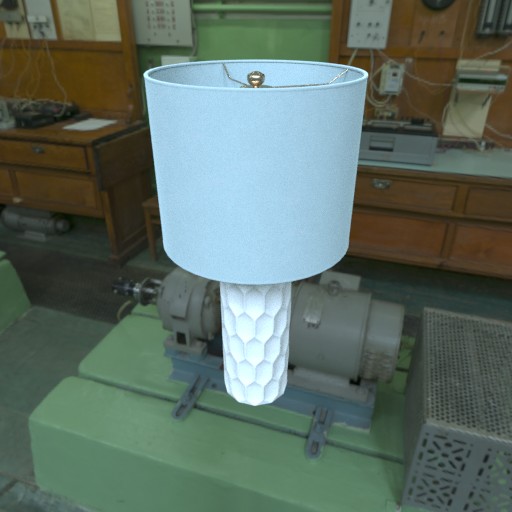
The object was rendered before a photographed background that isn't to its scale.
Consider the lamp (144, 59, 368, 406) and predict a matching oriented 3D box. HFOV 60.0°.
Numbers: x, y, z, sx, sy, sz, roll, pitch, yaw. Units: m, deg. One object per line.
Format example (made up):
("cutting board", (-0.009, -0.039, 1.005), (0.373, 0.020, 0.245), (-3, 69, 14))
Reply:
("lamp", (0.000, 0.000, 0.689), (0.277, 0.534, 0.277), (8, 30, 14))
